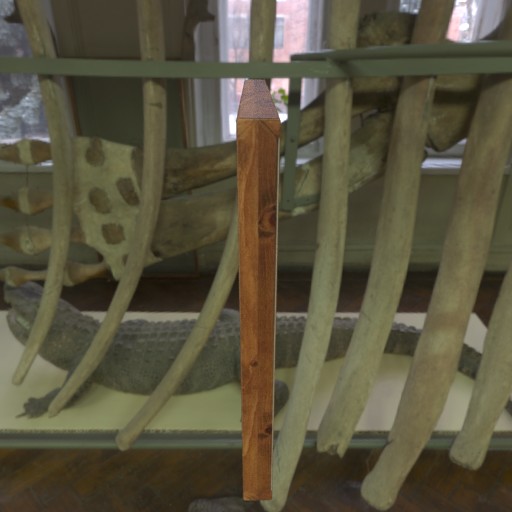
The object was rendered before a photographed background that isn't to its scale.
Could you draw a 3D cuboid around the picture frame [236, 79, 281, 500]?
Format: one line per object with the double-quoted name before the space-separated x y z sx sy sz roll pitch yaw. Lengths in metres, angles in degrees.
"picture frame" 0.000 0.000 0.510 0.028 0.356 0.352 0 25 0
